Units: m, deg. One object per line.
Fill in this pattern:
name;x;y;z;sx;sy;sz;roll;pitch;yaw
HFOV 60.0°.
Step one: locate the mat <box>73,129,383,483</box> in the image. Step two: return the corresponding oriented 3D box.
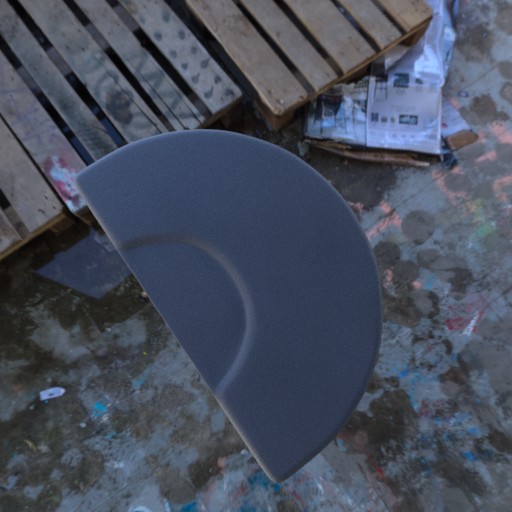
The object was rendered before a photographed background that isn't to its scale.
mat;0.000;0.000;1.850;0.917;0.016;1.525;-35;79;-8
